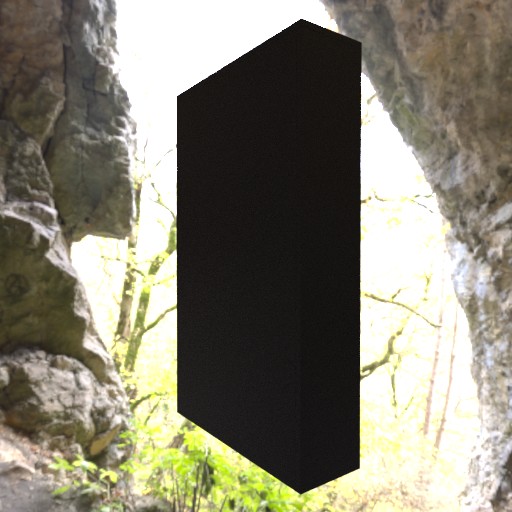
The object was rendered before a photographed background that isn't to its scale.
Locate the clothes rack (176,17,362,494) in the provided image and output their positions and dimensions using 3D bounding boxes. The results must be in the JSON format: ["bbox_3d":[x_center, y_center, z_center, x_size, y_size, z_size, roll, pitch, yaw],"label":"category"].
[{"bbox_3d":[0.000,0.000,1.564,0.250,1.280,0.750,-1,1,-36],"label":"clothes rack"}]
